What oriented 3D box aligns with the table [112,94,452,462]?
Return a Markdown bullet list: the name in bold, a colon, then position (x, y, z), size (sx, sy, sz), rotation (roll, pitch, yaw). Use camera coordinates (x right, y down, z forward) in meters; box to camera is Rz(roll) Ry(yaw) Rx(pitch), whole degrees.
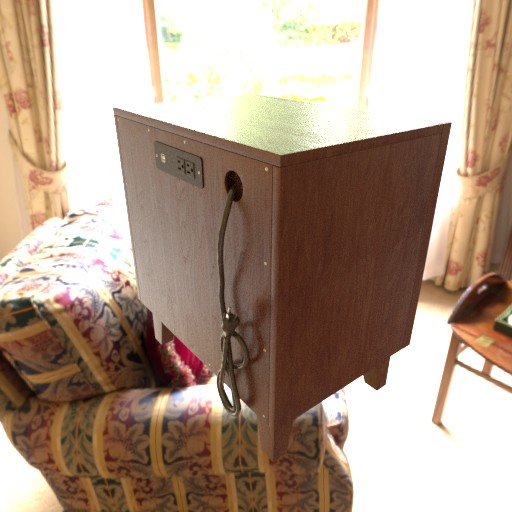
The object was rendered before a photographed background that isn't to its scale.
- **table**: position (0.000, 0.000, 0.993), size (0.449, 0.609, 0.557), rotation (-19, 32, -33)
